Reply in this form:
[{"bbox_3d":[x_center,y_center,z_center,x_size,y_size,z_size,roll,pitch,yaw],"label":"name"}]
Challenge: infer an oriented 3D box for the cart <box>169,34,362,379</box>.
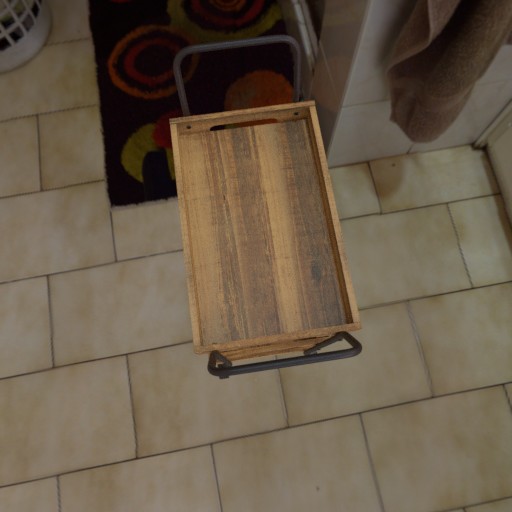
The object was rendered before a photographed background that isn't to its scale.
[{"bbox_3d":[0.000,0.000,1.136,0.339,0.857,0.583,-8,75,-2],"label":"cart"}]
